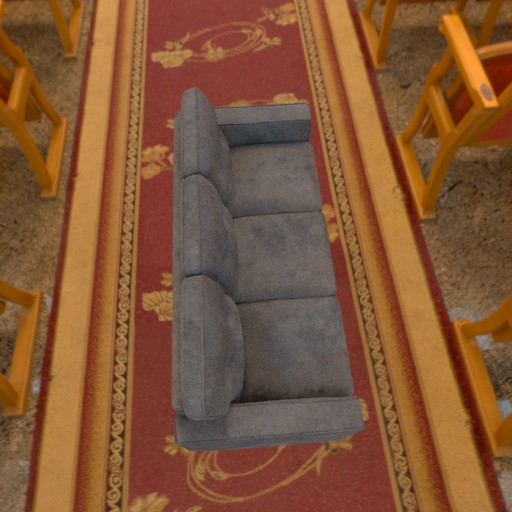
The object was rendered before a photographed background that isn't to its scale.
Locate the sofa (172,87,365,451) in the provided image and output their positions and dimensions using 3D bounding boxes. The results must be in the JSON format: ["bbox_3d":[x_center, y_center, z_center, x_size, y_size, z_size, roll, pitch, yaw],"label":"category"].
[{"bbox_3d":[0.000,0.000,2.725,0.939,0.965,2.133,-4,64,-2],"label":"sofa"}]
